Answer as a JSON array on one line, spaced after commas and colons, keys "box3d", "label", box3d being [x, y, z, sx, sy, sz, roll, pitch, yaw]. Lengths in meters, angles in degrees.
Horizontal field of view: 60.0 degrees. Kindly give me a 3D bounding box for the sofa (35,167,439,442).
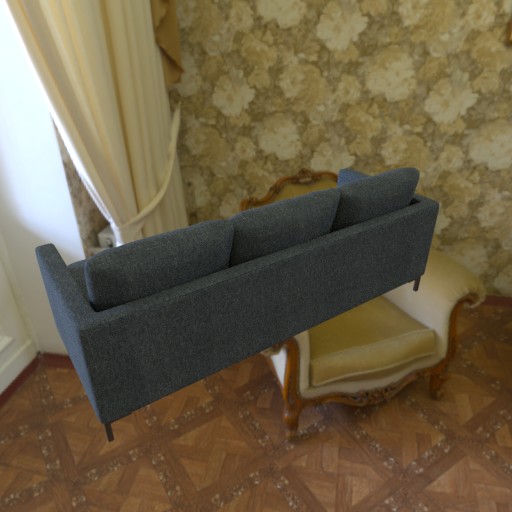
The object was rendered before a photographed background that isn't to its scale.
[{"box3d": [0.000, 0.000, 2.633, 2.218, 0.874, 0.859, -19, 35, -29], "label": "sofa"}]
